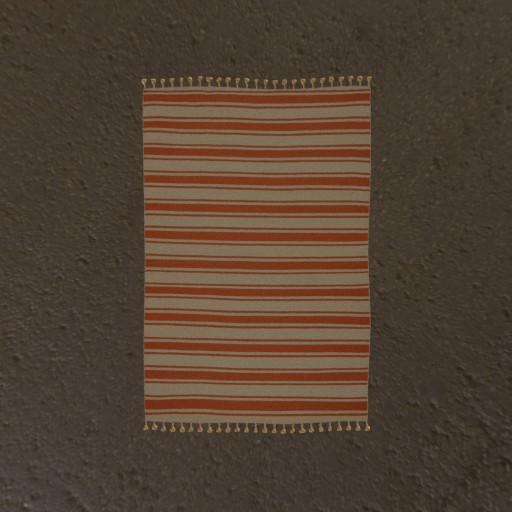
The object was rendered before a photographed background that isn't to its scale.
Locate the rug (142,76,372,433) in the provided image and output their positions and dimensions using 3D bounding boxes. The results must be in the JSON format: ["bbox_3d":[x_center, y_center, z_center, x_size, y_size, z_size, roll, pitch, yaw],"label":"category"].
[{"bbox_3d":[0.000,0.000,3.021,1.556,0.022,2.433,0,91,1],"label":"rug"}]
